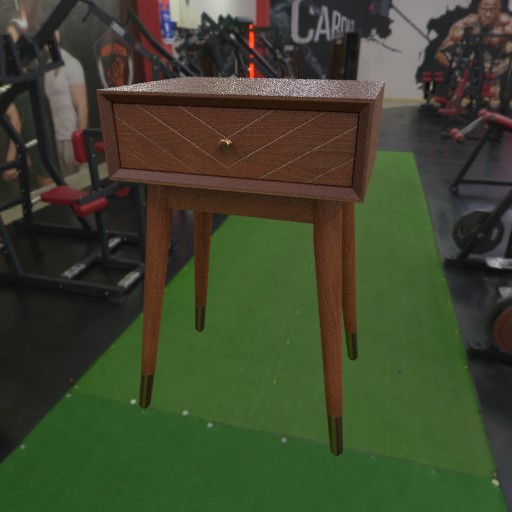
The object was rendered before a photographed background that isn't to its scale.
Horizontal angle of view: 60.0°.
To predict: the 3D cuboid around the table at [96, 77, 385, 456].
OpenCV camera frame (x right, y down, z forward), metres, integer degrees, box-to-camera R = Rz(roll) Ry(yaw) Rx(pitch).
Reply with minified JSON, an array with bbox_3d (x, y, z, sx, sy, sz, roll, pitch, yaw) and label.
[{"bbox_3d":[0.000,0.000,0.829,0.406,0.599,0.300,8,27,15],"label":"table"}]
